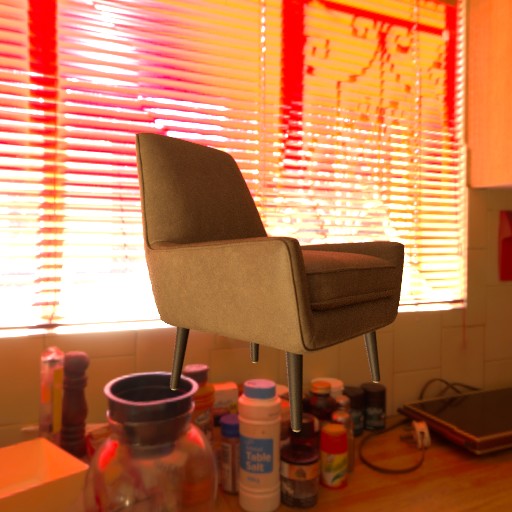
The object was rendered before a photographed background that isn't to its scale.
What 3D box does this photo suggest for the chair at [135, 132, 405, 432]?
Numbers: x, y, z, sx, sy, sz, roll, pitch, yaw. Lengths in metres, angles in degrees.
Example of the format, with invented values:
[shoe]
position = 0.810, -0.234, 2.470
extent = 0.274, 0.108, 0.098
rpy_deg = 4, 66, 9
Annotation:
[chair]
position = 0.000, 0.000, 1.544
extent = 0.824, 0.888, 0.787
rpy_deg = 1, 1, 37
